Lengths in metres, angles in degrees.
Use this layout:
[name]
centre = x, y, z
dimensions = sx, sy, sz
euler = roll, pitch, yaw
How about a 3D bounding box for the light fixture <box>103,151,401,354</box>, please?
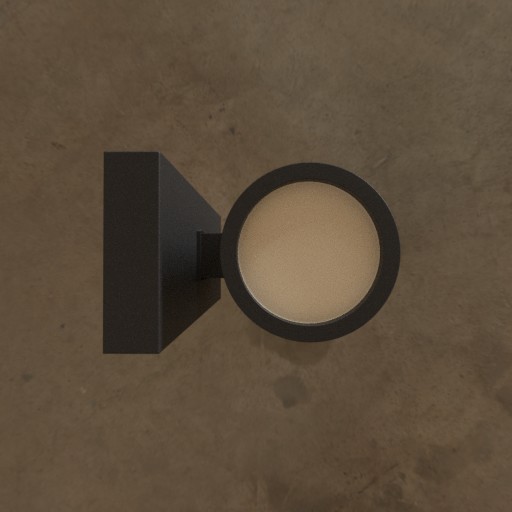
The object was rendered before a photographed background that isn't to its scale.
[light fixture]
centre = 0.000, 0.000, 0.387
dimensions = 0.149, 0.330, 0.105
euler = 0, 89, 1
